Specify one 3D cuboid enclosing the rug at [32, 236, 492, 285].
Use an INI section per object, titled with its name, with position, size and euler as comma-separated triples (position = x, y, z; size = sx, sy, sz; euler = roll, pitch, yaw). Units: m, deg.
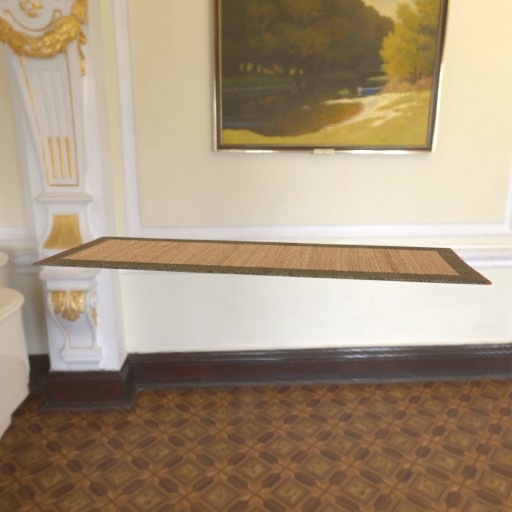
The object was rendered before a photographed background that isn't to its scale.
[rug]
position = 0.000, 0.000, 2.668
size = 2.413, 0.016, 0.810
euler = 2, 14, 9
